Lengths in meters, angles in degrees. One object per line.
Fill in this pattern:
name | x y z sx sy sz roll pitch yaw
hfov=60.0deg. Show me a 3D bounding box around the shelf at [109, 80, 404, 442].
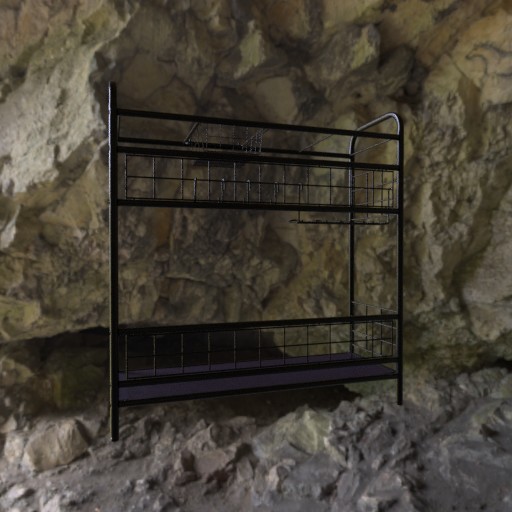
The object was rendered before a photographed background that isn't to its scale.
shelf | 0.000 0.000 1.533 0.961 1.026 0.350 0 1 -18
